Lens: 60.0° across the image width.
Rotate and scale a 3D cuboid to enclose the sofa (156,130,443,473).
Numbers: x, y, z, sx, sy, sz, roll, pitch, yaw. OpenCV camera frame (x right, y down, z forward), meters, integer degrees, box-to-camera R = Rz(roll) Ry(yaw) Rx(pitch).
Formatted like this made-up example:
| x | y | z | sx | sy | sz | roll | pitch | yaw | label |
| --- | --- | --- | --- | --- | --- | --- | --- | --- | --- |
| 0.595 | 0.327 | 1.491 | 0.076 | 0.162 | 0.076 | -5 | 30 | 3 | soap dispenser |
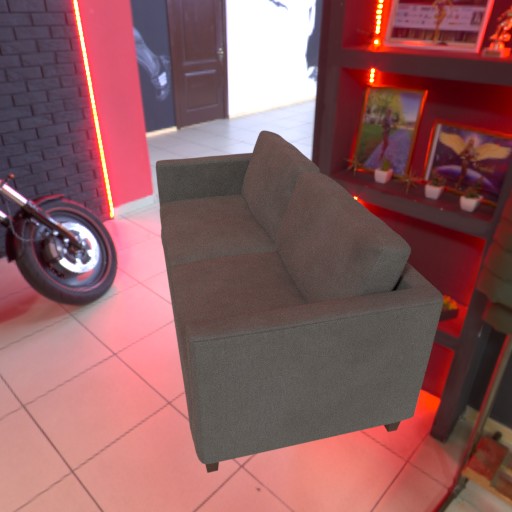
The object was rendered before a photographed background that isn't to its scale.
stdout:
| x | y | z | sx | sy | sz | roll | pitch | yaw | label |
| --- | --- | --- | --- | --- | --- | --- | --- | --- | --- |
| 0.000 | 0.000 | 2.391 | 0.950 | 0.963 | 1.884 | -7 | 31 | -12 | sofa |
